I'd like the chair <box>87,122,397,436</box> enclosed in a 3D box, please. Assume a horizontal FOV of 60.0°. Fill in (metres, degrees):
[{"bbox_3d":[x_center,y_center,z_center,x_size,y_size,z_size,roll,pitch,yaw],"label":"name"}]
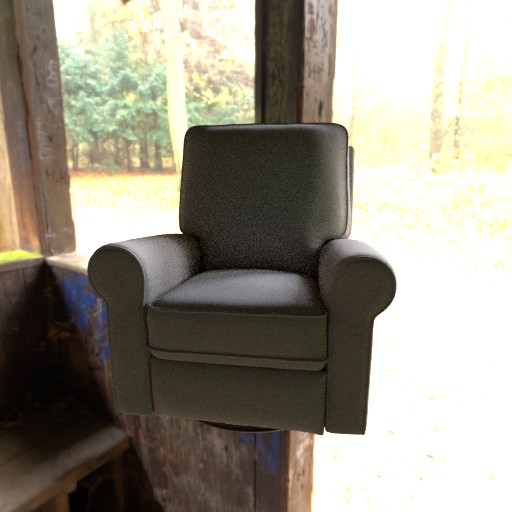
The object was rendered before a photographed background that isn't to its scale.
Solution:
[{"bbox_3d":[0.000,0.000,1.630,0.890,0.960,0.878,2,15,8],"label":"chair"}]
